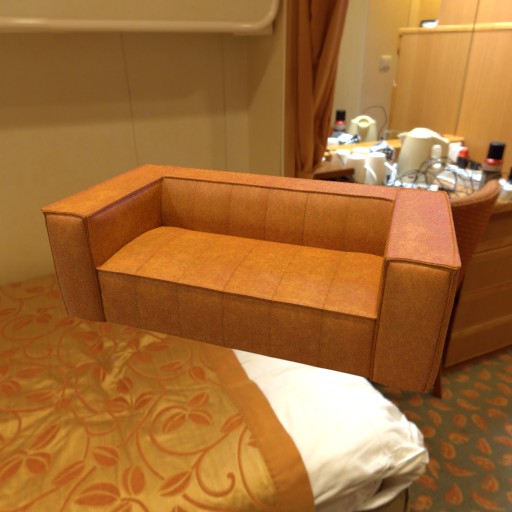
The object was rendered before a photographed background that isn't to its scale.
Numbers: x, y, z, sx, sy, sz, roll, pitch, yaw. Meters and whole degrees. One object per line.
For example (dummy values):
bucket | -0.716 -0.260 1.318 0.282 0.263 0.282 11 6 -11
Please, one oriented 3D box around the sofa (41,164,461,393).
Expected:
sofa | 0.000 0.000 2.607 2.088 0.703 1.102 8 27 17
